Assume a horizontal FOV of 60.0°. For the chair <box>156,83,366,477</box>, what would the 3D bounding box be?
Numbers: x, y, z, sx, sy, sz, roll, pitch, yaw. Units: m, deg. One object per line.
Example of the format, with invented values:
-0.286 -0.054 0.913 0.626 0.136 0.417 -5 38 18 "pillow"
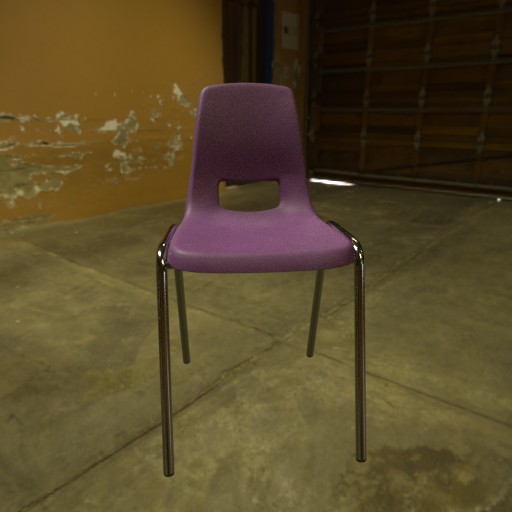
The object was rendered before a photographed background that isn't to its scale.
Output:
0.000 0.000 0.922 0.381 0.704 0.432 -2 17 -5 "chair"
